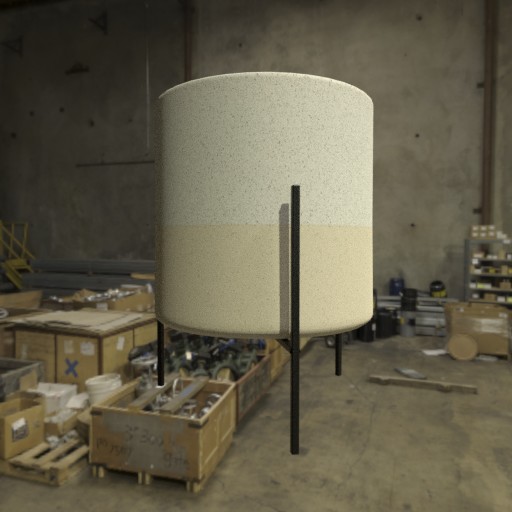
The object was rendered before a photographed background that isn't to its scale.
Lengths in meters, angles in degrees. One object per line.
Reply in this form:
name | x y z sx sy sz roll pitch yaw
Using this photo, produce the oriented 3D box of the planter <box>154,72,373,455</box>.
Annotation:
planter | 0.000 0.000 0.655 0.335 0.423 0.313 1 2 19
